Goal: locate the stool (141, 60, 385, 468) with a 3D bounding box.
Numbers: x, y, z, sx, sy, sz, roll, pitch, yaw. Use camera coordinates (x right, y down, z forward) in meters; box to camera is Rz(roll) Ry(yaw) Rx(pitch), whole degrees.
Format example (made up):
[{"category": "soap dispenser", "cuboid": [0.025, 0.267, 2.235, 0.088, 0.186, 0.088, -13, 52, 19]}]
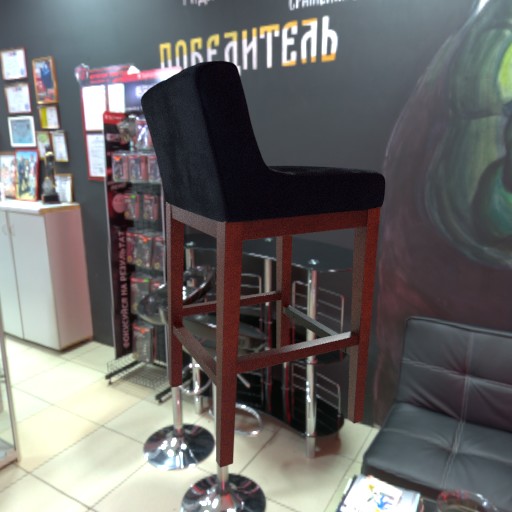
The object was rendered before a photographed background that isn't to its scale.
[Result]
[{"category": "stool", "cuboid": [0.000, 0.000, 1.276, 0.516, 0.945, 0.511, -6, 14, -26]}]
